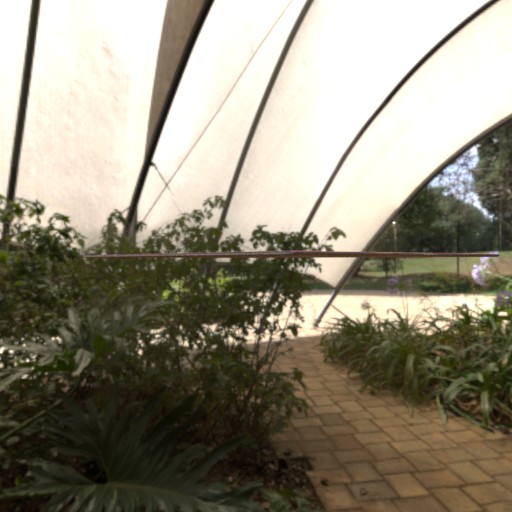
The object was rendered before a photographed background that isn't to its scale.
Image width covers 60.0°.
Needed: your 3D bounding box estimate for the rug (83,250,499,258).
[{"bbox_3d":[0.000,0.000,2.964,1.539,0.018,2.449,0,-1,-38],"label":"rug"}]
